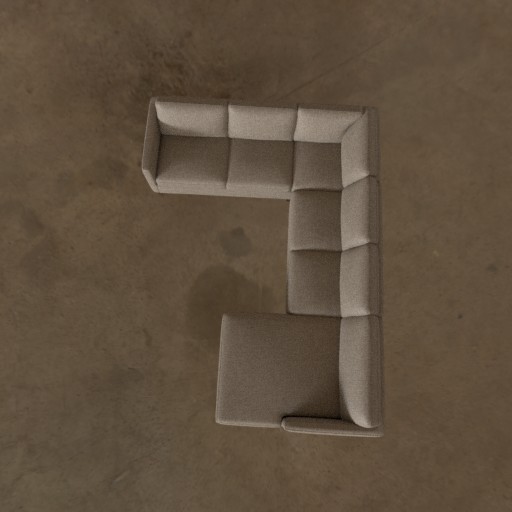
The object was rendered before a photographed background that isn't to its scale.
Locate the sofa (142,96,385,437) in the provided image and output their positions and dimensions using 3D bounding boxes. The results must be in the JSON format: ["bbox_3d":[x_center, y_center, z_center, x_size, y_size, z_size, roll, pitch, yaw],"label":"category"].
[{"bbox_3d":[0.000,0.000,4.661,2.551,0.889,3.403,3,75,1],"label":"sofa"}]
